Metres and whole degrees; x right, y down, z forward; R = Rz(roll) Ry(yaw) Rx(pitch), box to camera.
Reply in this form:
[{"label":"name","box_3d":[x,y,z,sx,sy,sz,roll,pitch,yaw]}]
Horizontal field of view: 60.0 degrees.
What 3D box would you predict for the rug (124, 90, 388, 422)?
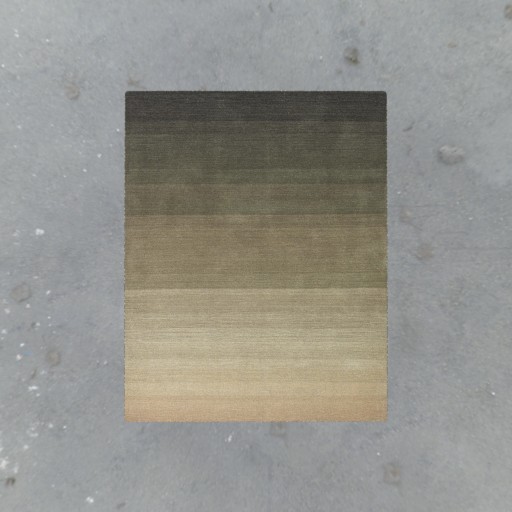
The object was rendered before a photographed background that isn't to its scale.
[{"label":"rug","box_3d":[0.000,0.000,3.885,2.305,0.017,2.902,0,90,0]}]
